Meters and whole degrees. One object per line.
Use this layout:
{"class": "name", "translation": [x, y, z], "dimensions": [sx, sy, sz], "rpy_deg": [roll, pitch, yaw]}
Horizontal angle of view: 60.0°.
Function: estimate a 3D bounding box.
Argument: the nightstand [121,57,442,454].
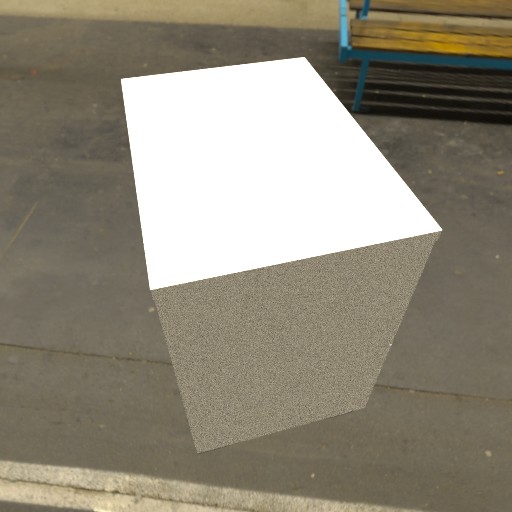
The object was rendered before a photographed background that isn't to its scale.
{"class": "nightstand", "translation": [0.000, 0.000, 0.759], "dimensions": [0.325, 0.460, 0.441], "rpy_deg": [-11, 48, -10]}
